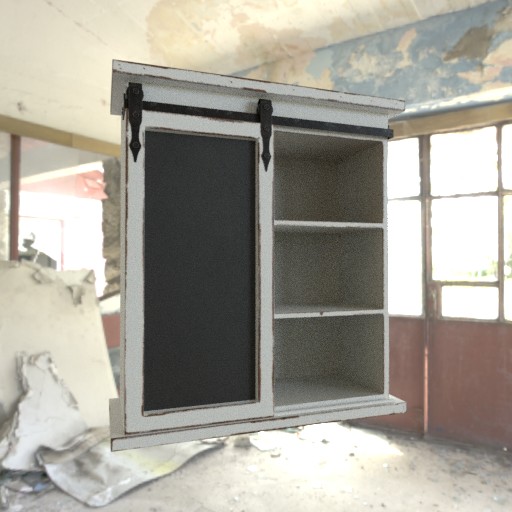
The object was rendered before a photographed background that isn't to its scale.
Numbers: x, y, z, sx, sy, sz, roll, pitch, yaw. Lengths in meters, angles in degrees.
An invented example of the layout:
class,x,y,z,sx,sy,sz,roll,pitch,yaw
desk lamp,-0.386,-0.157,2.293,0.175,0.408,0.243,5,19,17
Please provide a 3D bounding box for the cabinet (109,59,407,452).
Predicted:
class,x,y,z,sx,sy,sz,roll,pitch,yaw
cabinet,0.000,0.000,0.867,0.541,0.603,0.210,0,-1,-19
